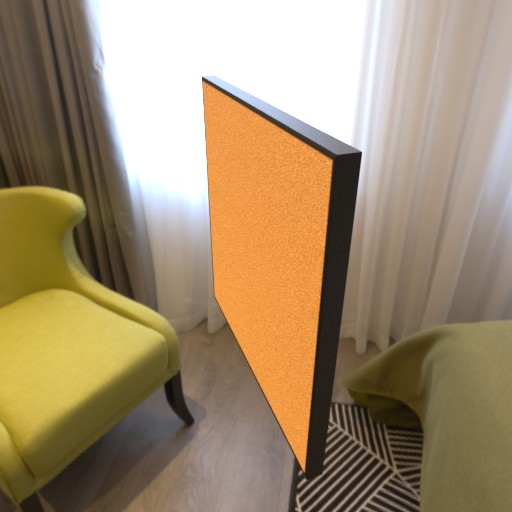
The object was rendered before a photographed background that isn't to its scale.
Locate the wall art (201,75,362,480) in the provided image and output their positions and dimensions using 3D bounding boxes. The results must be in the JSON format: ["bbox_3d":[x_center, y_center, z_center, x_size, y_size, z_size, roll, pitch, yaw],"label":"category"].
[{"bbox_3d":[0.000,0.000,1.142,0.042,0.766,0.769,-11,32,-18],"label":"wall art"}]
